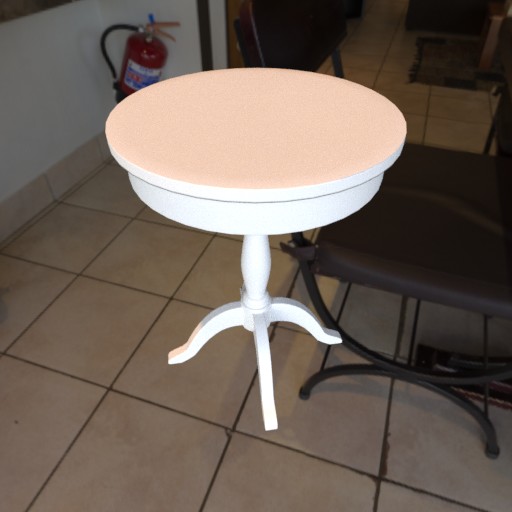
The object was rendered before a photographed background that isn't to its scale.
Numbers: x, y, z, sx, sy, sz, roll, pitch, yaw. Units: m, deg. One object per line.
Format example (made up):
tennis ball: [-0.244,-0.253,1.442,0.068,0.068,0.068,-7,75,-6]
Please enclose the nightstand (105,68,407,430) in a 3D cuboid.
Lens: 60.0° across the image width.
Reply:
nightstand: [0.000,0.000,0.986,0.513,0.653,0.513,0,40,0]
